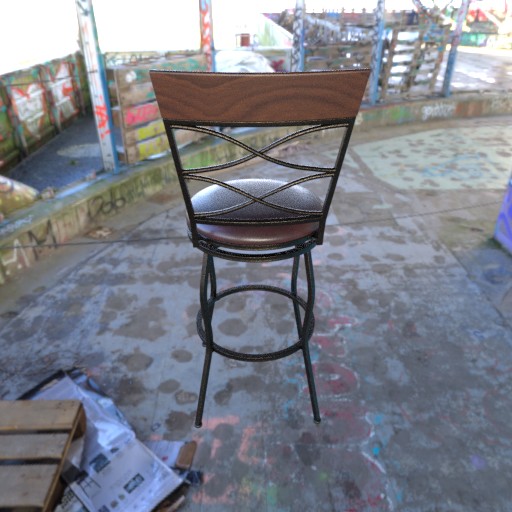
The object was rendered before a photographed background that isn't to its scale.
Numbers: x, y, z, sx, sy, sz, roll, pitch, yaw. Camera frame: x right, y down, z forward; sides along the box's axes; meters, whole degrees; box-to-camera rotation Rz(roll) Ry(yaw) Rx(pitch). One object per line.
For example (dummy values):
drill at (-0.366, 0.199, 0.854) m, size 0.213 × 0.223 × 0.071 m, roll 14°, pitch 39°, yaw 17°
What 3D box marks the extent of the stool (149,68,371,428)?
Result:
stool at (0.000, 0.000, 1.372) m, size 0.448 × 1.130 × 0.513 m, roll -1°, pitch 30°, yaw -2°
